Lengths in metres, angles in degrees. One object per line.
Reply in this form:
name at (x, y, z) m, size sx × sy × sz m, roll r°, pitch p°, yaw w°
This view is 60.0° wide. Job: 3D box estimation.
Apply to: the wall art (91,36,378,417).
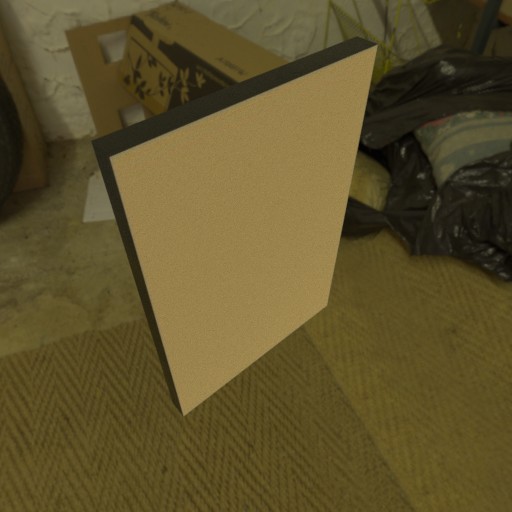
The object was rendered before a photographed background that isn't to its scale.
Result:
wall art at (0.000, 0.000, 0.571) m, size 0.313 × 0.457 × 0.031 m, roll -32°, pitch 55°, yaw -27°
